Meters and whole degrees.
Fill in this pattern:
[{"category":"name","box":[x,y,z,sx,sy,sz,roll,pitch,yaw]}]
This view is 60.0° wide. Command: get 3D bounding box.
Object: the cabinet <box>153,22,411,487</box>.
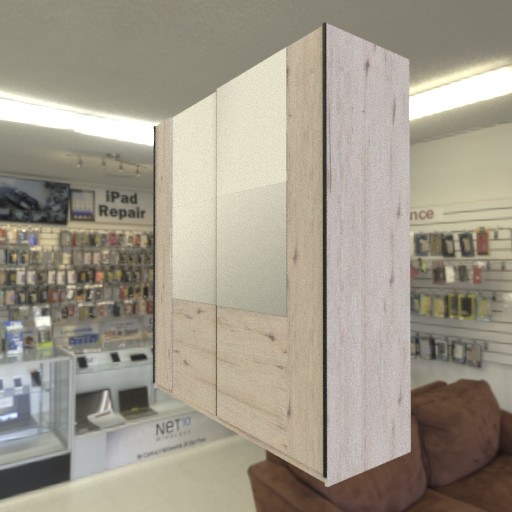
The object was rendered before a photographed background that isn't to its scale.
[{"category":"cabinet","box":[0.000,0.000,3.076,0.660,2.180,2.000,0,-1,-36]}]
